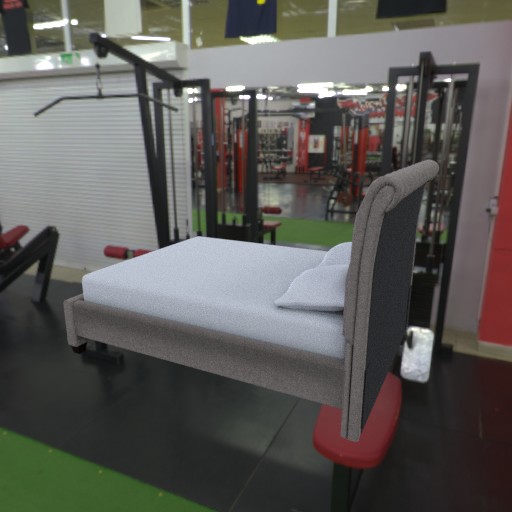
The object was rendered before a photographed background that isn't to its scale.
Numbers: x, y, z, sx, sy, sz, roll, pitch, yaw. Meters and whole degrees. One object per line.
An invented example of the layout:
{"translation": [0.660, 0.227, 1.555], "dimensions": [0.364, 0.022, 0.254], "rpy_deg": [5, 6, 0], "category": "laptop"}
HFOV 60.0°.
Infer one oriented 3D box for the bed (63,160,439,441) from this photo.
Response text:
{"translation": [0.000, 0.000, 3.277], "dimensions": [2.252, 1.371, 1.645], "rpy_deg": [8, 17, 26], "category": "bed"}
